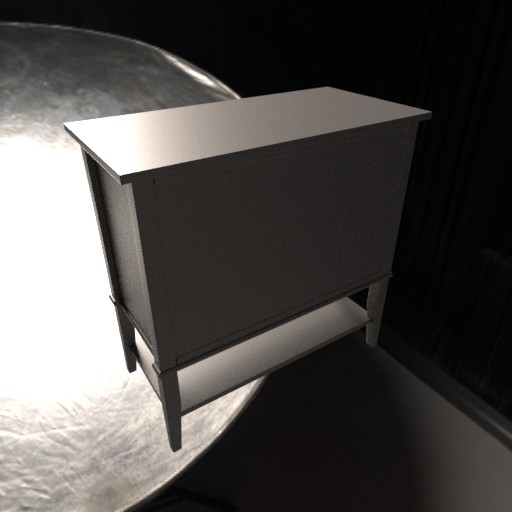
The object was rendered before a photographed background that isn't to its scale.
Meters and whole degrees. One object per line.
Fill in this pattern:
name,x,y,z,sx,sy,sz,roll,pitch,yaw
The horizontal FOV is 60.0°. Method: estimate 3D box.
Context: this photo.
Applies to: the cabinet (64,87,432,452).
cabinet,0.000,0.000,1.268,0.801,0.780,0.396,-19,36,-28
